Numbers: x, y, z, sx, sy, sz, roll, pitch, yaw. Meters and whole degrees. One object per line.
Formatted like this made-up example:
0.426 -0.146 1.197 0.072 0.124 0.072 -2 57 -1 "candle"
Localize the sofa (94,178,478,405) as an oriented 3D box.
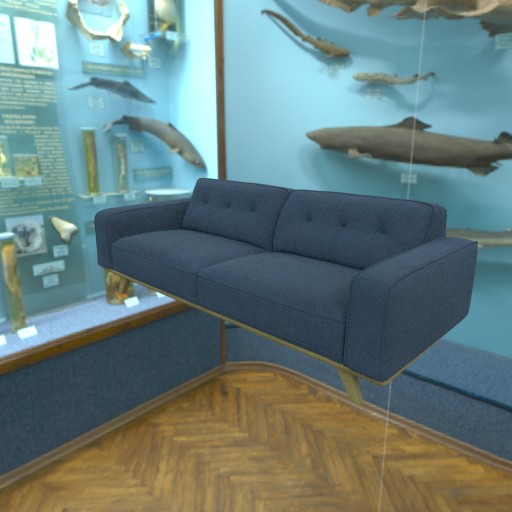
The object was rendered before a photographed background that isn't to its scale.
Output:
0.000 0.000 2.699 2.270 0.782 0.953 15 21 42 "sofa"
